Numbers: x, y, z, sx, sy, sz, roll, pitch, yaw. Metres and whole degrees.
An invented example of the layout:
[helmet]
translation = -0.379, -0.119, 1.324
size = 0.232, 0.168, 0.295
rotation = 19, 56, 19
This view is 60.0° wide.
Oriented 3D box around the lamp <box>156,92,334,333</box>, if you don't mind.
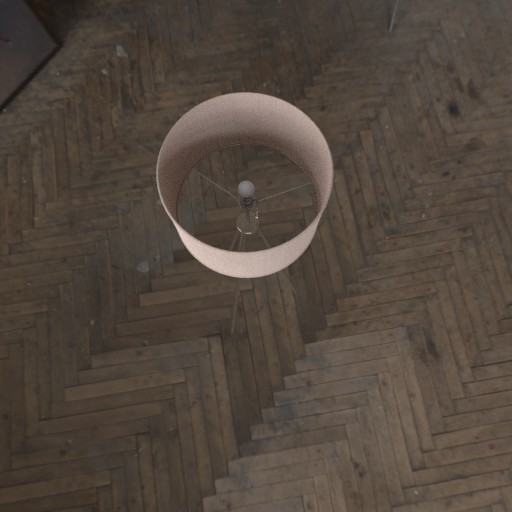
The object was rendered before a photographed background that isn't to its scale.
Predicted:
[lamp]
translation = 0.000, 0.000, 1.764
size = 0.460, 1.545, 0.449
rotation = -3, 75, -1
